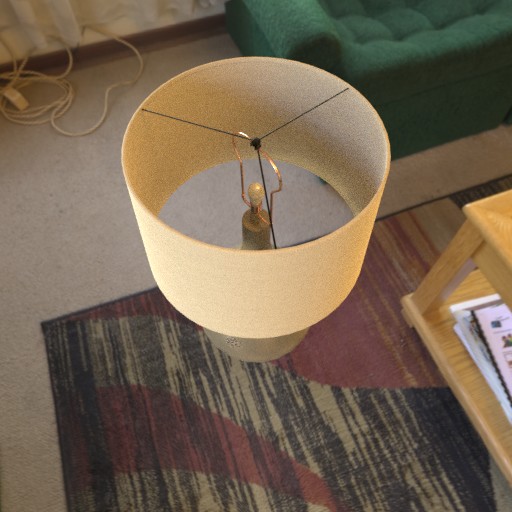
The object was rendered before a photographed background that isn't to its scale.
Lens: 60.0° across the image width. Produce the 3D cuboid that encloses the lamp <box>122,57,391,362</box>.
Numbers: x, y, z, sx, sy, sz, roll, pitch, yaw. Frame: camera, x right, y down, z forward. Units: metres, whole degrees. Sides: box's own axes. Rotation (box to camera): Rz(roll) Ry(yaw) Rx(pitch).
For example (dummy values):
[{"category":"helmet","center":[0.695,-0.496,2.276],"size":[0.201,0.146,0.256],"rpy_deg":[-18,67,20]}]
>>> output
[{"category":"lamp","center":[0.000,0.000,0.733],"size":[0.330,0.521,0.330],"rpy_deg":[0,59,0]}]
